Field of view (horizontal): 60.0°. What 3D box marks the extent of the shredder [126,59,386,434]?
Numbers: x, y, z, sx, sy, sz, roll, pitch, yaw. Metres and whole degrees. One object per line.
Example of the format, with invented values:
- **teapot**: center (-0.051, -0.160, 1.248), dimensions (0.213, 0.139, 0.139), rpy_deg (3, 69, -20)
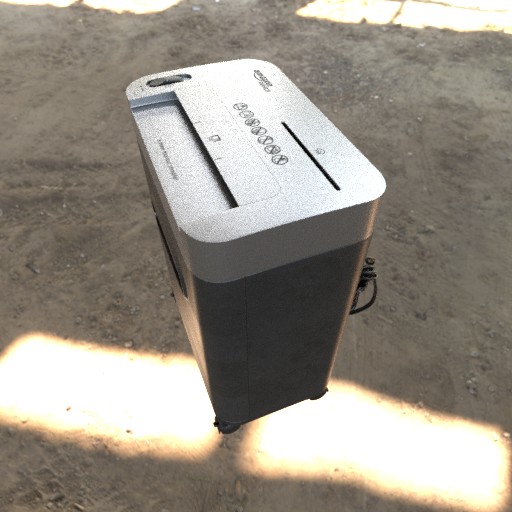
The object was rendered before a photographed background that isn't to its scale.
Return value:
- **shredder**: center (0.000, 0.000, 0.622), dimensions (0.237, 0.419, 0.311), rpy_deg (-16, 49, -15)
